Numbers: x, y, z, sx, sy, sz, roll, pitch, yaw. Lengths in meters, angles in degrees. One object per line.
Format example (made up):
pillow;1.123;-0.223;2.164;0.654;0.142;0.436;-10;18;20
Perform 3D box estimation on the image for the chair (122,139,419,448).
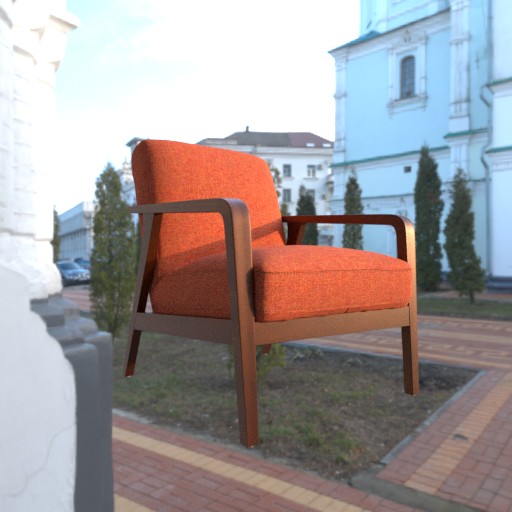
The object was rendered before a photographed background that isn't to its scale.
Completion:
chair;0.000;0.000;1.542;0.719;0.890;0.860;0;-1;-37
